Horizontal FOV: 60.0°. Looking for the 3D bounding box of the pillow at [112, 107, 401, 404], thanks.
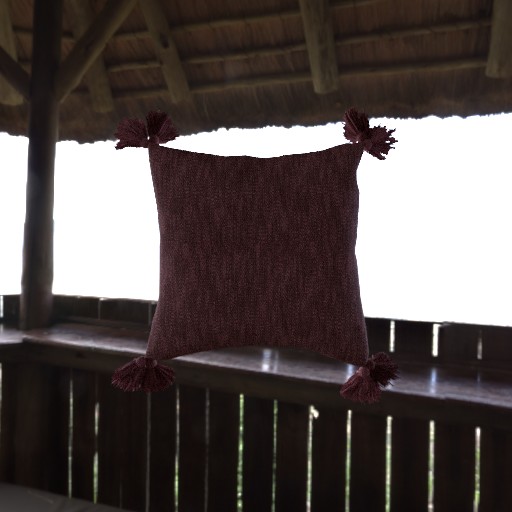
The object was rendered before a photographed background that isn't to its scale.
[{"bbox_3d":[0.000,0.000,0.961,0.641,0.659,0.138,0,1,1],"label":"pillow"}]
